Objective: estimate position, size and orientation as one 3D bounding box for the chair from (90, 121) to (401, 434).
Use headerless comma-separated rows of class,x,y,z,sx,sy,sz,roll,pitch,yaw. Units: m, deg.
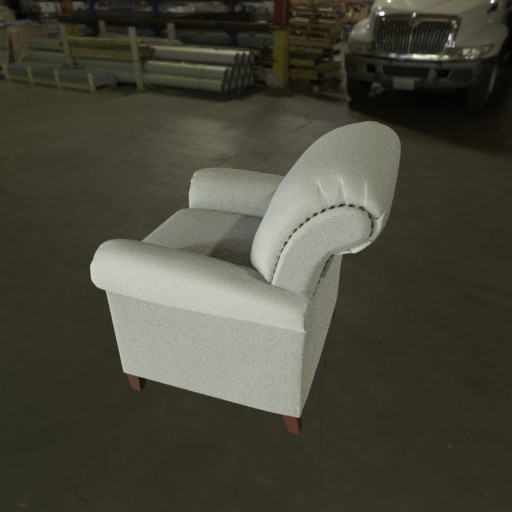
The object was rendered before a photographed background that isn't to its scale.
chair,0.000,0.000,1.631,0.890,0.927,0.854,10,32,16
